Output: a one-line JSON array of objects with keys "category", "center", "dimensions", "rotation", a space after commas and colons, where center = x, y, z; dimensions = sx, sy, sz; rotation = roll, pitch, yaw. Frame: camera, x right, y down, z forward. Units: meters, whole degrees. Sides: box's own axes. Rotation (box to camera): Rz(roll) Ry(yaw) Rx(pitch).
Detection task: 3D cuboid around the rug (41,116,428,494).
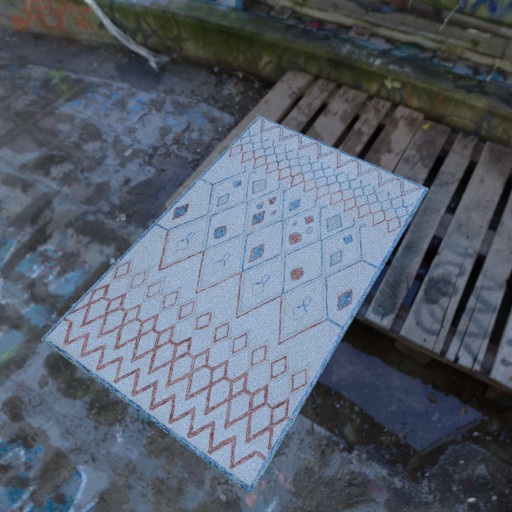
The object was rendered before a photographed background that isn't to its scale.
[{"category": "rug", "center": [0.000, 0.000, 3.016], "dimensions": [1.524, 0.015, 2.438], "rotation": [29, 61, 17]}]
